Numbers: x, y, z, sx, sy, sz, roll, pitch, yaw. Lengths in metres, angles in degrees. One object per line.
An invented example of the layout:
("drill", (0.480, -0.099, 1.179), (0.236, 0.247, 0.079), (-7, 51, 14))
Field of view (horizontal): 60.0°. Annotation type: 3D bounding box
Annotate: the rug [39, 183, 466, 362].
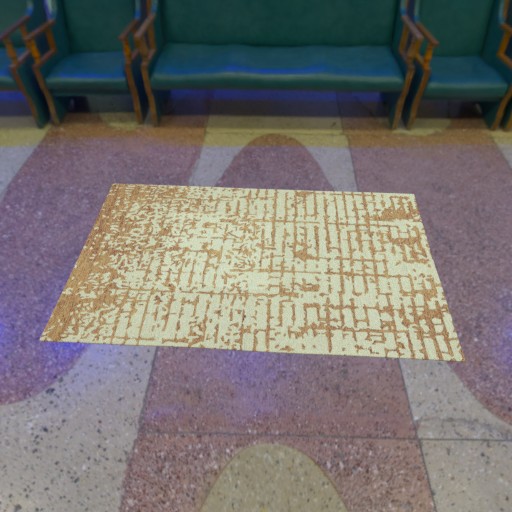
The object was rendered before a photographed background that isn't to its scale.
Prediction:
("rug", (0.000, 0.000, 3.052), (2.435, 0.011, 1.517), (2, 46, 2))
